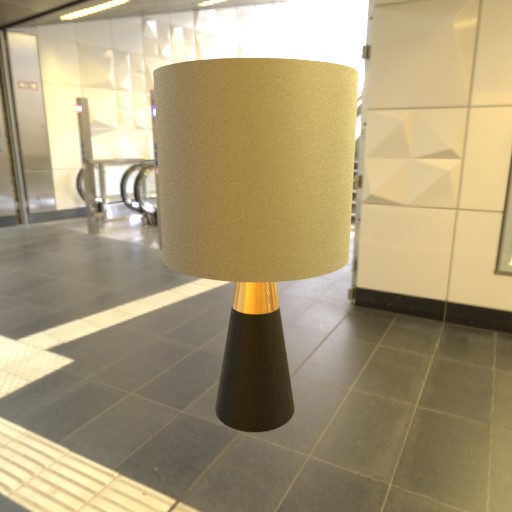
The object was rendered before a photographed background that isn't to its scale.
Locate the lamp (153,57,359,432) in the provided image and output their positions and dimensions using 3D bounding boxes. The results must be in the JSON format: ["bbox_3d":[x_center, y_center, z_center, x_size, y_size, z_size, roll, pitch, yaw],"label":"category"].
[{"bbox_3d":[0.000,0.000,0.749,0.308,0.580,0.308,2,15,9],"label":"lamp"}]
